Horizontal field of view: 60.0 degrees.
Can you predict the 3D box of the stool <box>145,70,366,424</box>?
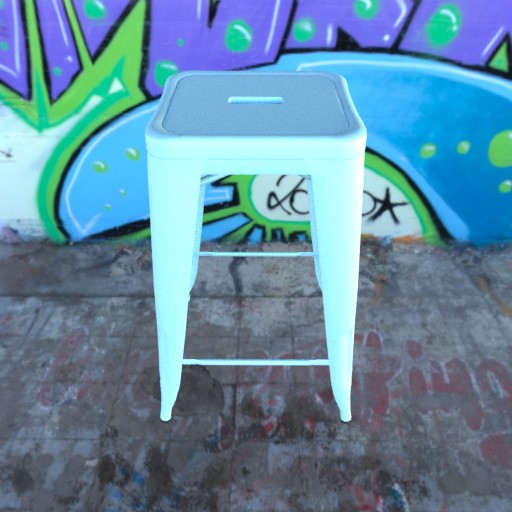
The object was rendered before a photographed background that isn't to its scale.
[{"bbox_3d":[0.000,0.000,0.847,0.399,0.609,0.359,0,41,0],"label":"stool"}]
